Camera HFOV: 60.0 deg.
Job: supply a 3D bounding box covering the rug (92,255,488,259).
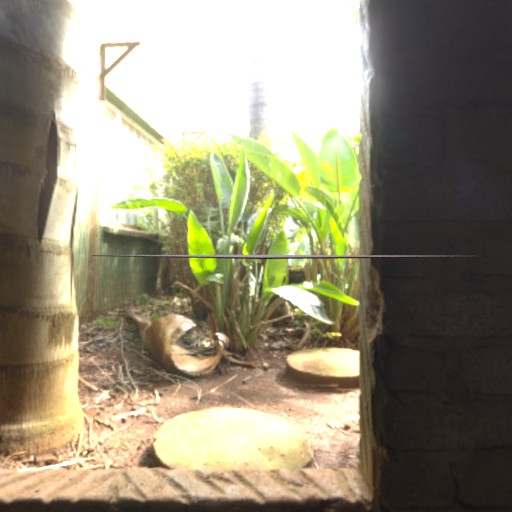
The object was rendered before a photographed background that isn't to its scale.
[{"bbox_3d":[0.000,0.000,2.351,1.219,0.005,1.829,0,0,-35],"label":"rug"}]
